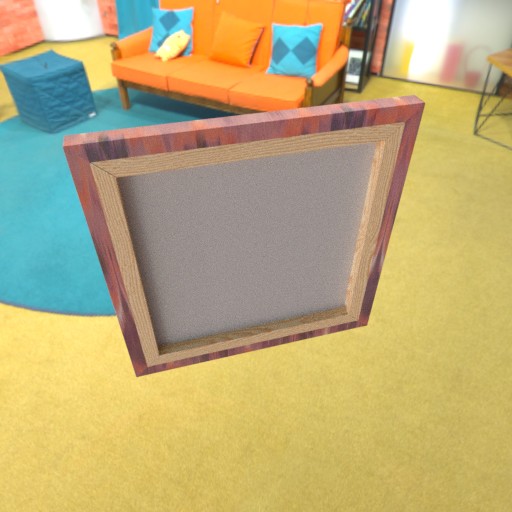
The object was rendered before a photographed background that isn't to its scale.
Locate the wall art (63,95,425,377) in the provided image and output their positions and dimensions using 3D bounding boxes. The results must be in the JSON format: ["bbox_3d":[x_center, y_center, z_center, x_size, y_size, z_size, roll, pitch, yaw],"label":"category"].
[{"bbox_3d":[0.000,0.000,0.930,0.603,0.609,0.037,-10,43,-11],"label":"wall art"}]
